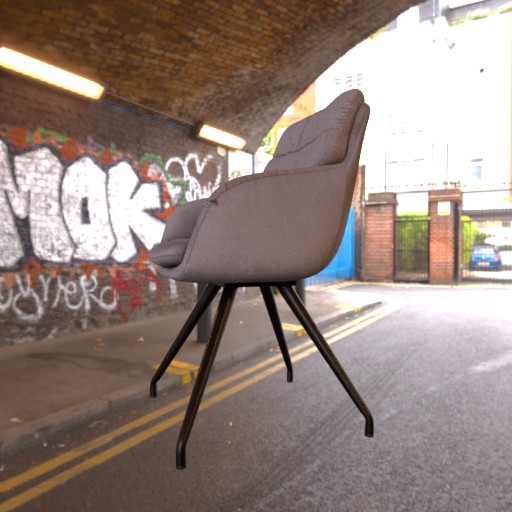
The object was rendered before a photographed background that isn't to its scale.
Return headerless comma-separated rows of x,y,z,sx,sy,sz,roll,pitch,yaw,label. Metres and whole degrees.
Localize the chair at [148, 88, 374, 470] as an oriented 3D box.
0.000,0.000,1.245,0.569,0.888,0.579,0,1,-20,chair
